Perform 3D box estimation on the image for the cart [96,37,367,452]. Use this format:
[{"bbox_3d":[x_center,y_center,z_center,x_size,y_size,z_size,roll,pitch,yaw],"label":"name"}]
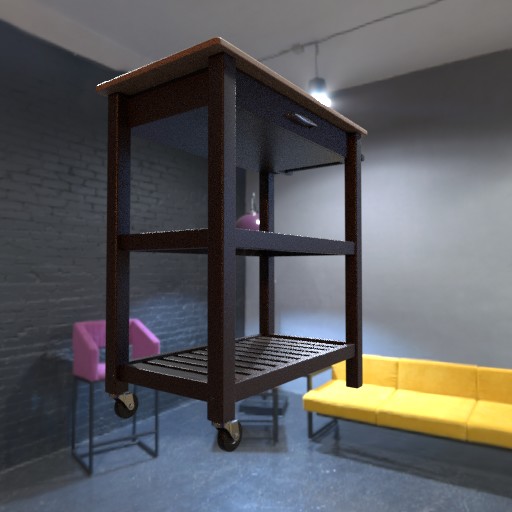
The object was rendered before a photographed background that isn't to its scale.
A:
[{"bbox_3d":[0.000,0.000,1.444,0.457,0.927,0.899,-1,-2,36],"label":"cart"}]
